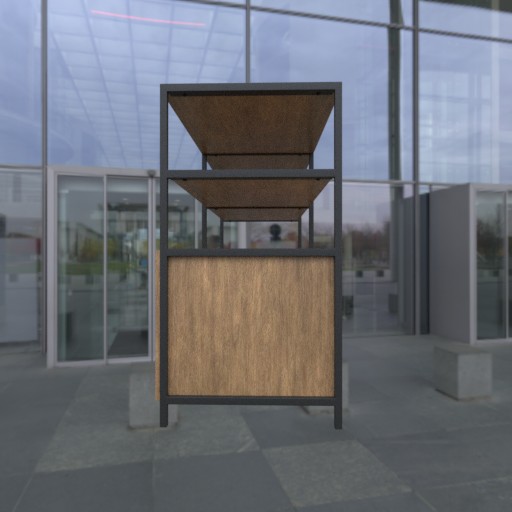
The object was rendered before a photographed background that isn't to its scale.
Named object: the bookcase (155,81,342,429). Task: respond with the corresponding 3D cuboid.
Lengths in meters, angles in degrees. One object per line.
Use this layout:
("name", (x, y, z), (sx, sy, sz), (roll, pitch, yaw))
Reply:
("bookcase", (0.000, 0.000, 1.486), (0.391, 0.712, 1.149), (0, 0, 2))
